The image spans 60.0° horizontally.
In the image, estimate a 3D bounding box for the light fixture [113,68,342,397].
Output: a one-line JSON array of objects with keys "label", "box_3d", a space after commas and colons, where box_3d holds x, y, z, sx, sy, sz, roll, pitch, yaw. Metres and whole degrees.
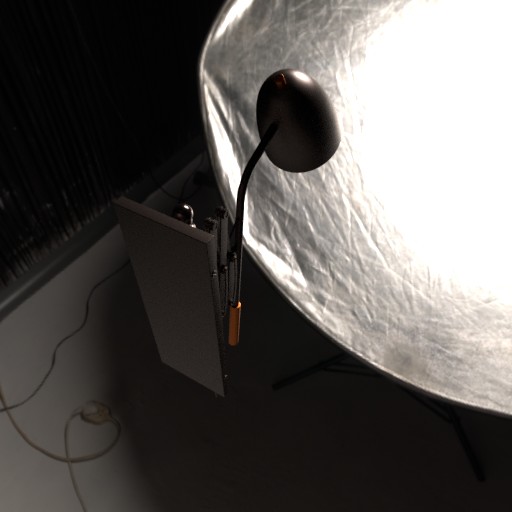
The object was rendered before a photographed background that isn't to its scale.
[{"label": "light fixture", "box_3d": [0.000, 0.000, 0.930, 0.162, 0.715, 0.499, 23, 51, 20]}]
